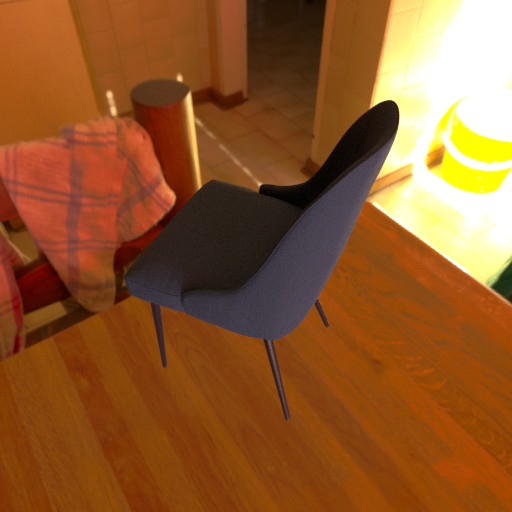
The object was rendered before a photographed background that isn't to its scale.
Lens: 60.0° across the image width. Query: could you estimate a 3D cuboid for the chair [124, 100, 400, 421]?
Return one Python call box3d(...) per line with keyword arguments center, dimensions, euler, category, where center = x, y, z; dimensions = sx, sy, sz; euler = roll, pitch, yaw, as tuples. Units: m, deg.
box3d(center=(0.000, 0.000, 1.199), dimensions=(0.559, 0.896, 0.478), euler=(18, 49, 17), category="chair")
